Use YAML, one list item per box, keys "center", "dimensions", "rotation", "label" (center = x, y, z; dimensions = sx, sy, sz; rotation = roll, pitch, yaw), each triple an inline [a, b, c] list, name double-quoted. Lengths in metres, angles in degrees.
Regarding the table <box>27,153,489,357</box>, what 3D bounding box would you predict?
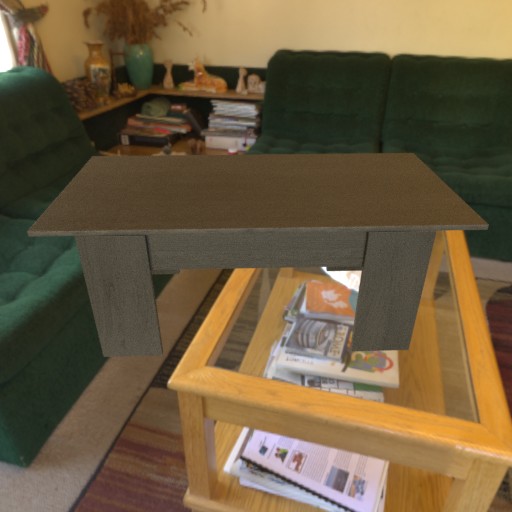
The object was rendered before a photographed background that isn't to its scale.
- center: [0.000, 0.000, 1.409]
  dimensions: [1.000, 0.570, 0.711]
  rotation: [-1, 31, -2]
  label: "table"
